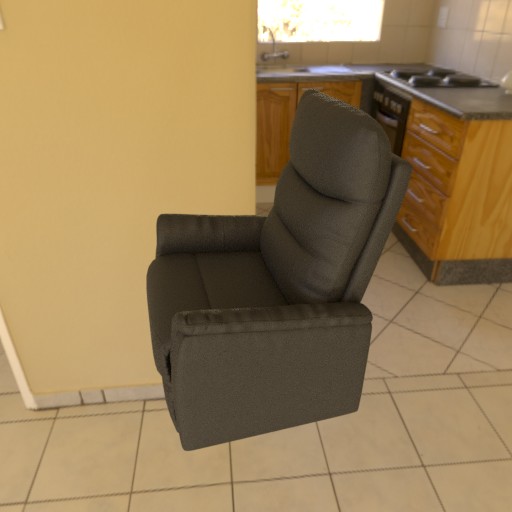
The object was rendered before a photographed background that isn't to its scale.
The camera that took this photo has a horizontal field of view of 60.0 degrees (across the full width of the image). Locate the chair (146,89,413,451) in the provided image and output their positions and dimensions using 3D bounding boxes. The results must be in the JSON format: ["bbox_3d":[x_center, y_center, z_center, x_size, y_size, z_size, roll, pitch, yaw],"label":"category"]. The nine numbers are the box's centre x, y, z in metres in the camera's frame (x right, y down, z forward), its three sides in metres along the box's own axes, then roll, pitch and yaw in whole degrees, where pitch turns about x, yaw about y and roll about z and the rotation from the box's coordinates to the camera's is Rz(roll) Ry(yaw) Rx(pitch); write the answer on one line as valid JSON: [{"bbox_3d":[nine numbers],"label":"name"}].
[{"bbox_3d":[0.000,0.000,1.647,0.831,1.082,0.775,-8,31,-13],"label":"chair"}]
